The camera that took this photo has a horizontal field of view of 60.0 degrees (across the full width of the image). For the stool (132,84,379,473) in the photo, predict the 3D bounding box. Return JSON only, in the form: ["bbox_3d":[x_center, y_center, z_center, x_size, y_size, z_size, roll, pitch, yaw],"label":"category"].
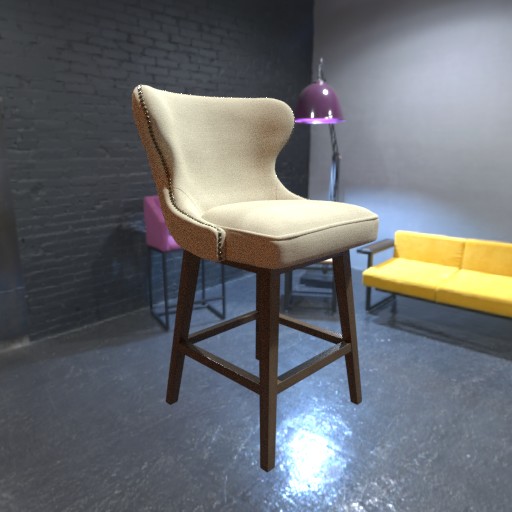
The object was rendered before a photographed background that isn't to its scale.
[{"bbox_3d":[0.000,0.000,1.351,0.597,0.972,0.615,14,19,43],"label":"stool"}]
